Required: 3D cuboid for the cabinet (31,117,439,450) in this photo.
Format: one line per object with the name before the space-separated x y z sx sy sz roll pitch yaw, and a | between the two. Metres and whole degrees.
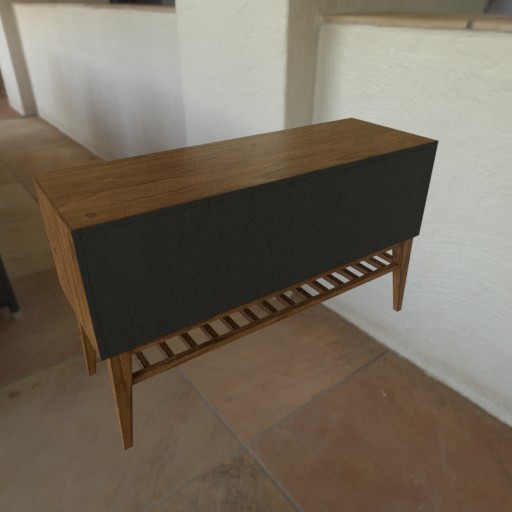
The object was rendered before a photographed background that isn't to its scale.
cabinet | 0.000 0.000 1.732 1.363 0.802 0.477 -19 35 -29
